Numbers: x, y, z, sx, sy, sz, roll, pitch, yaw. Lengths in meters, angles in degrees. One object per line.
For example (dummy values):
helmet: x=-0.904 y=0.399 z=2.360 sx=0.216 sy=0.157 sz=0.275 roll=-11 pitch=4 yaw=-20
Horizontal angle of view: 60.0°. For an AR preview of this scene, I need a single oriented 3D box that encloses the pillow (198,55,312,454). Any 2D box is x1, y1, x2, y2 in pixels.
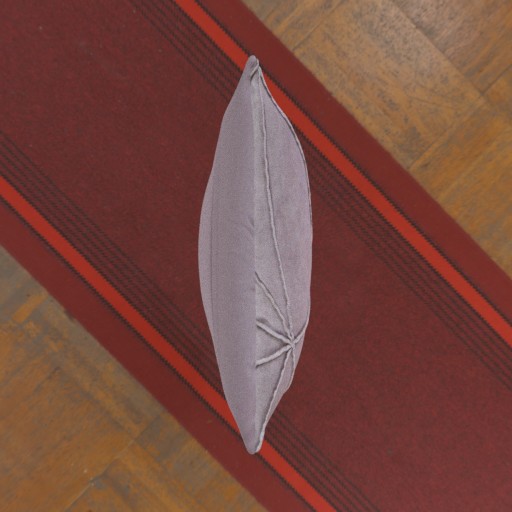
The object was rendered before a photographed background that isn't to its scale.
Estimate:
pillow: x=0.000 y=0.000 z=0.687 sx=0.185 sy=0.440 sz=0.439 roll=0 pitch=91 yaw=0
